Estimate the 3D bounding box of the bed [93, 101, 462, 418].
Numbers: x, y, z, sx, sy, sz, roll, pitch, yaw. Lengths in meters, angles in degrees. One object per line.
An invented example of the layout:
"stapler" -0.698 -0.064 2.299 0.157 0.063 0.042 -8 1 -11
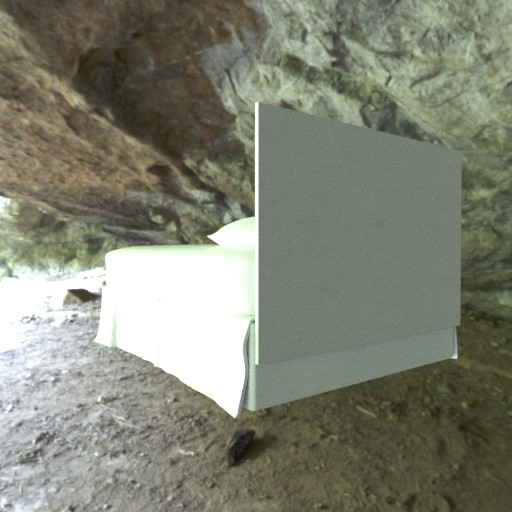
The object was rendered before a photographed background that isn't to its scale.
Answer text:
"bed" 0.000 0.000 3.150 1.745 1.335 2.094 -1 1 -36
